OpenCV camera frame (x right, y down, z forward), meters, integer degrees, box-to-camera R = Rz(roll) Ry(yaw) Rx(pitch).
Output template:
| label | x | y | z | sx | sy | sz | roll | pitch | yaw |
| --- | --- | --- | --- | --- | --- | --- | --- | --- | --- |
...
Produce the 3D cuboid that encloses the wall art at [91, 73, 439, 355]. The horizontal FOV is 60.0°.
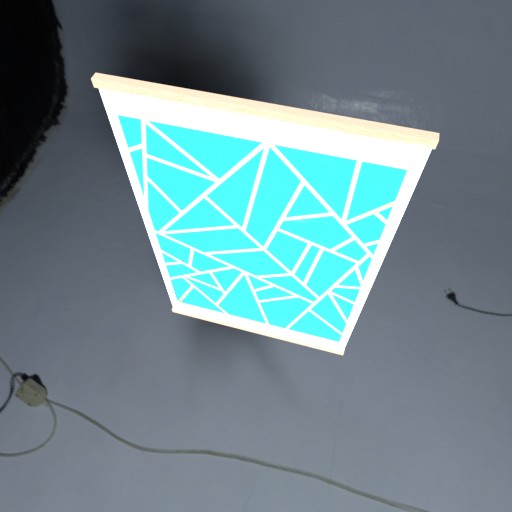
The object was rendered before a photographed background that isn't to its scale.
| label | x | y | z | sx | sy | sz | roll | pitch | yaw |
| --- | --- | --- | --- | --- | --- | --- | --- | --- | --- |
| wall art | 0.000 | 0.000 | 1.861 | 0.990 | 1.519 | 0.030 | 13 | 57 | 8 |
